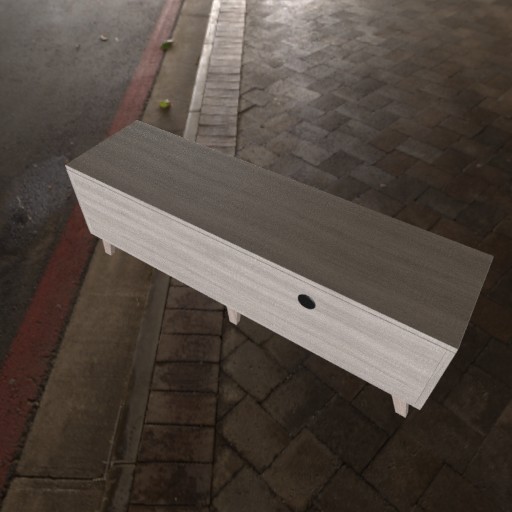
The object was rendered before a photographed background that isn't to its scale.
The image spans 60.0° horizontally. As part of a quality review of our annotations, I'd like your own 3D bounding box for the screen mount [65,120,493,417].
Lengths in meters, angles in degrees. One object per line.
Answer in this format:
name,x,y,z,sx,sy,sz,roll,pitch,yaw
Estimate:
screen mount,0.000,0.000,1.726,1.500,0.509,0.401,25,52,22
